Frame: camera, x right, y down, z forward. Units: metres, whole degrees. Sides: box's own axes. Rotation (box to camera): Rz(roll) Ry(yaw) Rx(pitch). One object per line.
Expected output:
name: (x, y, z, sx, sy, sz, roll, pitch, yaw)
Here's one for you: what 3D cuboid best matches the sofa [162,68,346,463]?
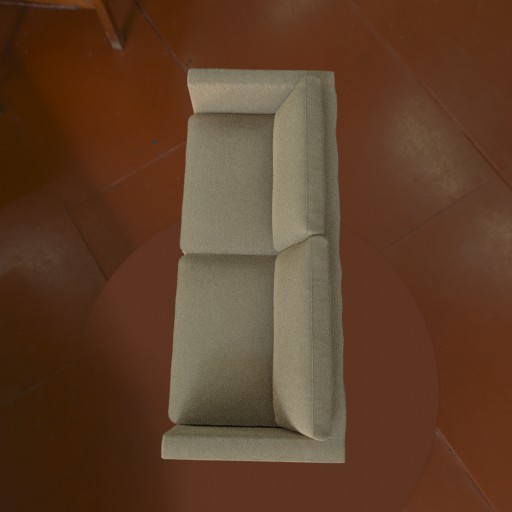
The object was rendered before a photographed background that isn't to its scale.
sofa: (0.000, 0.000, 2.751, 0.956, 0.847, 2.296, 1, 75, 0)
